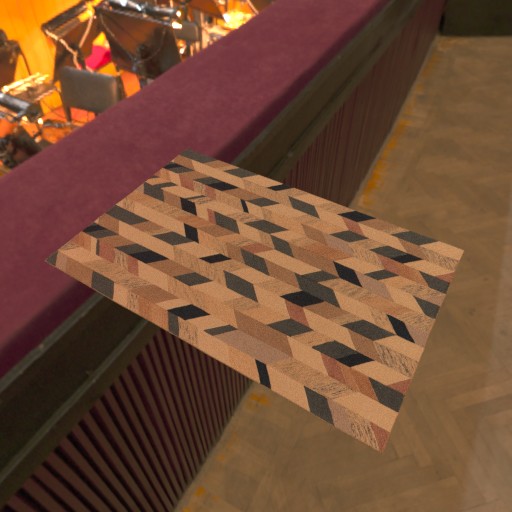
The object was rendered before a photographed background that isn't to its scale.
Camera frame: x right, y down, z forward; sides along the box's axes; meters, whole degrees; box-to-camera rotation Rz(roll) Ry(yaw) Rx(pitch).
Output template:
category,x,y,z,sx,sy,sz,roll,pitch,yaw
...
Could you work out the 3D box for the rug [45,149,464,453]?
category,x,y,z,sx,sy,sz,roll,pitch,yaw
rug,0.000,0.000,2.283,1.813,0.006,1.202,24,51,21
